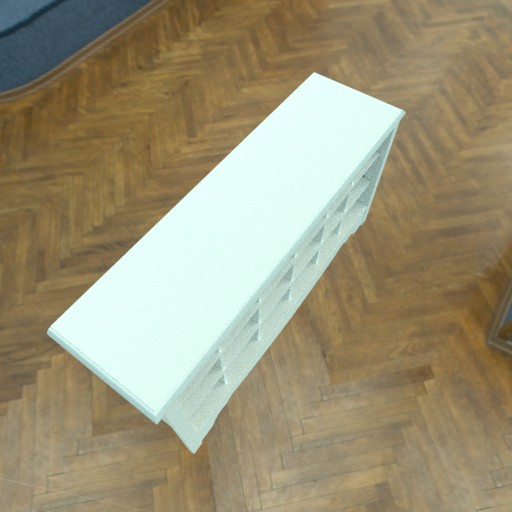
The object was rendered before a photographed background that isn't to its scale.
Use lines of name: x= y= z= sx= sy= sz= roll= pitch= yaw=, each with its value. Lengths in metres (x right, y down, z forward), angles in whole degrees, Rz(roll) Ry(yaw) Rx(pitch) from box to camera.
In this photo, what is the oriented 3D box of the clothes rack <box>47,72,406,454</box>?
clothes rack: x=0.000 y=0.000 z=1.376 sx=0.324 sy=0.531 sz=1.120 roll=31 pitch=63 yaw=18
